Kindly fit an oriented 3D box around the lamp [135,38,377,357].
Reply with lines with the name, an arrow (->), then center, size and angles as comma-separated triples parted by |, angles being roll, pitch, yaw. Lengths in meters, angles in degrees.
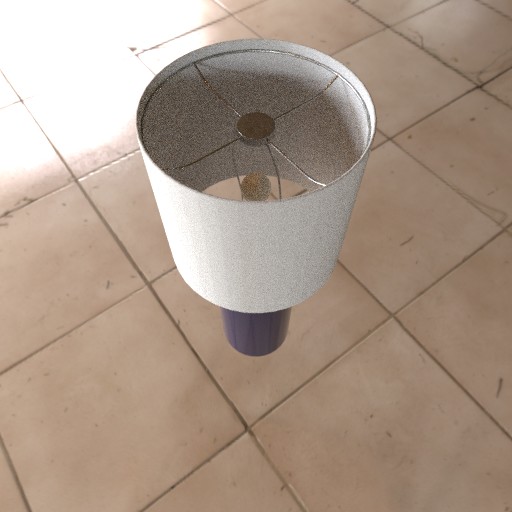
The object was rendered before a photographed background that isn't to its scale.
lamp -> 0.000, 0.000, 0.600 | 0.212, 0.493, 0.212 | -33, 64, -19
